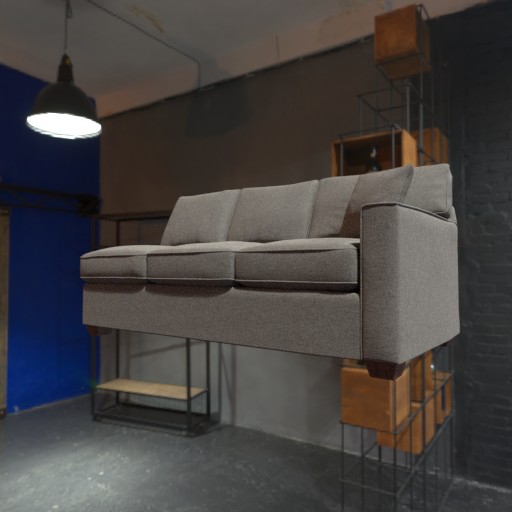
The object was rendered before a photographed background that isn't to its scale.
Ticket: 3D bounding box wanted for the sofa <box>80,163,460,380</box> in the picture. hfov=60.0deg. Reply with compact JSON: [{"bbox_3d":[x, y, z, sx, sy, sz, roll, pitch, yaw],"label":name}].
[{"bbox_3d":[0.000,0.000,2.529,1.963,0.946,1.034,-1,-2,36],"label":"sofa"}]
